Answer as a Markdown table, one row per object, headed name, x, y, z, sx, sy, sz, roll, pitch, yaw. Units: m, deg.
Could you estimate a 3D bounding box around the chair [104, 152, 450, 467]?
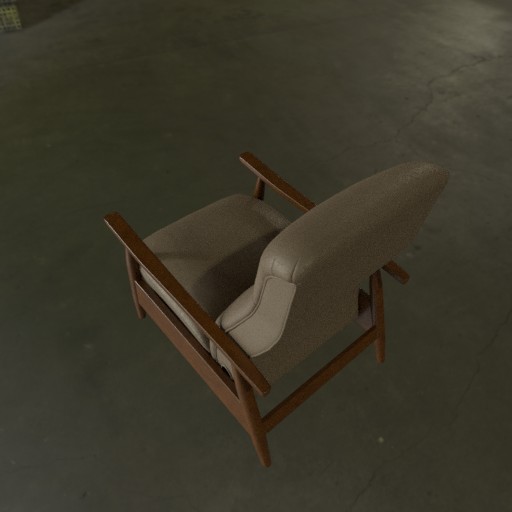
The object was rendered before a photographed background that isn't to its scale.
| name | x | y | z | sx | sy | sz | roll | pitch | yaw |
| --- | --- | --- | --- | --- | --- | --- | --- | --- | --- |
| chair | 0.000 | 0.000 | 1.745 | 0.762 | 1.082 | 1.014 | -31 | 52 | -28 |
